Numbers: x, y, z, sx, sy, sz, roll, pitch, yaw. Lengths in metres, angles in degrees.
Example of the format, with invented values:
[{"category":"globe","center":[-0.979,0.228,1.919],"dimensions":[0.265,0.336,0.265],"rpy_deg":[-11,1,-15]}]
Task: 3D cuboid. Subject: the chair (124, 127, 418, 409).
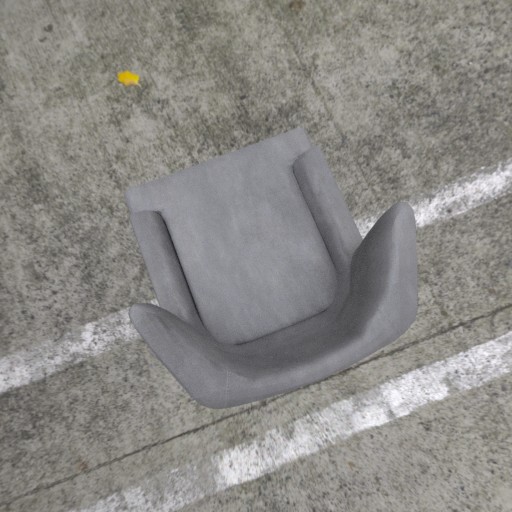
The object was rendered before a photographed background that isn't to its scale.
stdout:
[{"category":"chair","center":[0.000,0.000,1.610],"dimensions":[0.784,0.950,0.906],"rpy_deg":[-21,78,-5]}]
